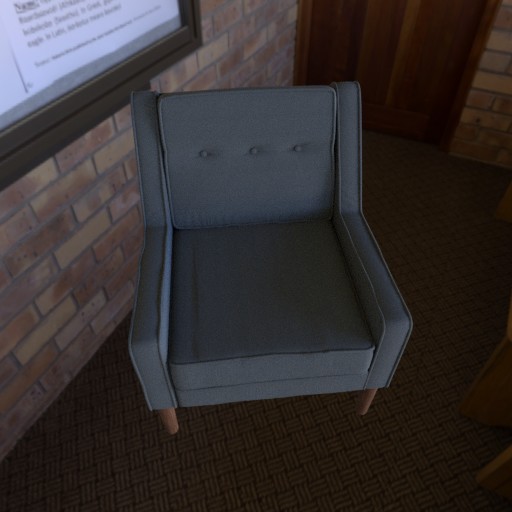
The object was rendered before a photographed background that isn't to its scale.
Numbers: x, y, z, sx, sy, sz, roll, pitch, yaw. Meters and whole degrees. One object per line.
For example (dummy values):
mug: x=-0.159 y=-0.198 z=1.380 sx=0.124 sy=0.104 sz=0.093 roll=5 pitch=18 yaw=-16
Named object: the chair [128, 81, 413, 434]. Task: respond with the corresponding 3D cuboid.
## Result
chair: x=0.000 y=0.000 z=1.298 sx=0.663 sy=0.780 sz=0.733 roll=-4 pitch=46 yaw=-4
